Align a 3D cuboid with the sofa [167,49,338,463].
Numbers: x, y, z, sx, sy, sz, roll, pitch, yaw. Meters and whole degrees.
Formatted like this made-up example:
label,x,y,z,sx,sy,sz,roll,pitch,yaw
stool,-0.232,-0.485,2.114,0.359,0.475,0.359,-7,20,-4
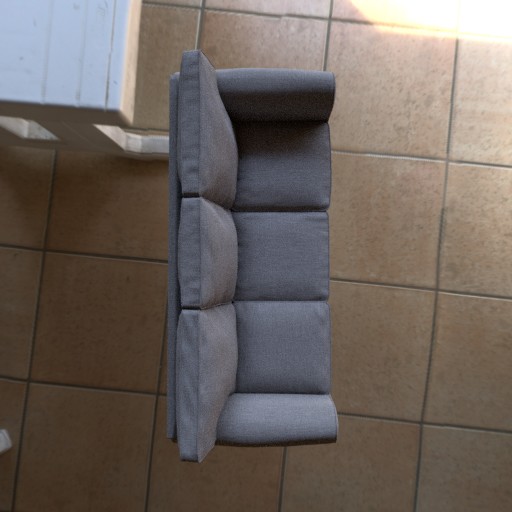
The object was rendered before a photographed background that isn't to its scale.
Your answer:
label,x,y,z,sx,sy,sz,roll,pitch,yaw
sofa,0.000,0.000,2.600,0.916,0.961,2.084,0,88,1
